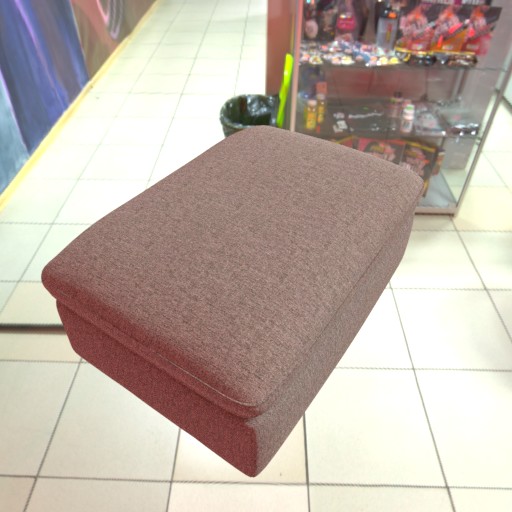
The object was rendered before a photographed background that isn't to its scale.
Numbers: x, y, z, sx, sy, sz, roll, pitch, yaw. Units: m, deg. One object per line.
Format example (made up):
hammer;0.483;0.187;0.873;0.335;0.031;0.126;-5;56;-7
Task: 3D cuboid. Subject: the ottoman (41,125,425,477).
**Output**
ottoman;0.000;0.000;1.323;0.694;0.451;0.977;25;48;25
